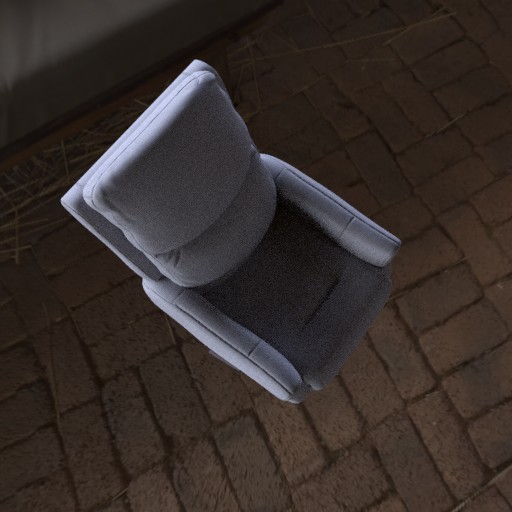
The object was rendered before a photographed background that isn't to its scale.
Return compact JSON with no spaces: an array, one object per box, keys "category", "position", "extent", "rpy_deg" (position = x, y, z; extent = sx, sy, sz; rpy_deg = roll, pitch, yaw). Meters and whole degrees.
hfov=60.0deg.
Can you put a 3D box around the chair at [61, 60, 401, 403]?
[{"category":"chair","position":[0.000,0.000,1.778],"extent":[1.080,1.030,0.829],"rpy_deg":[37,77,10]}]
